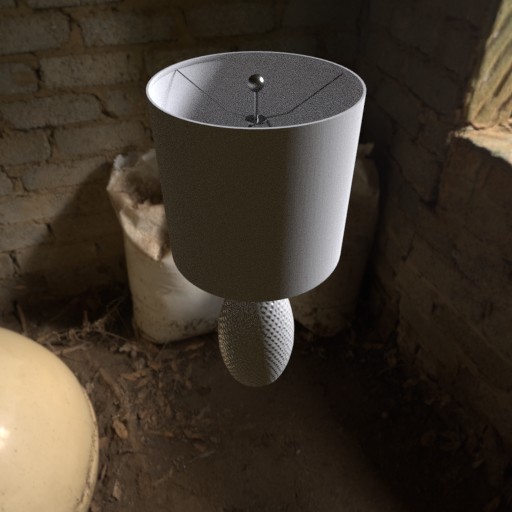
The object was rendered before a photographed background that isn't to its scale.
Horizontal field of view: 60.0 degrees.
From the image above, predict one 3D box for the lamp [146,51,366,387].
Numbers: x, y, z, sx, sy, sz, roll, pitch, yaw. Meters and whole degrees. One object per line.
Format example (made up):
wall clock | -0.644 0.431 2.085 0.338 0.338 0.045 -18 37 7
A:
lamp | 0.000 0.000 0.585 0.214 0.466 0.214 23 45 25
